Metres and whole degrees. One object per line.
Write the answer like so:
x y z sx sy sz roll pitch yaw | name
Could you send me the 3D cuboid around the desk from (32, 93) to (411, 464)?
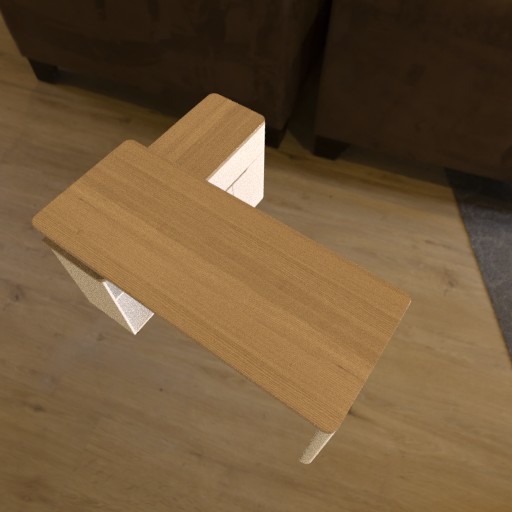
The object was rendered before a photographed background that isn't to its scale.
0.000 0.000 2.134 1.400 0.770 1.175 31 63 18 | desk
